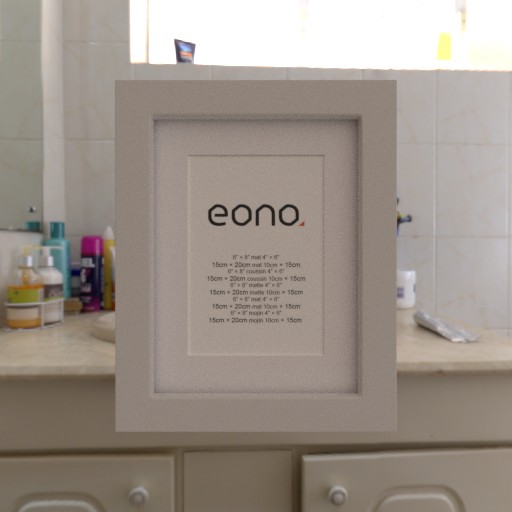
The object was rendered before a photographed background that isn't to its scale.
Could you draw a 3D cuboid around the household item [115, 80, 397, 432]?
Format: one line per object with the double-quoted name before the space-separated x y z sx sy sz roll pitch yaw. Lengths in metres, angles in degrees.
"household item" 0.000 0.000 0.336 0.200 0.250 0.045 0 0 0
